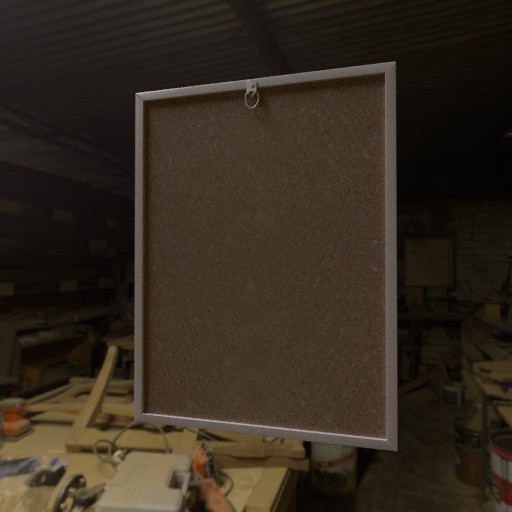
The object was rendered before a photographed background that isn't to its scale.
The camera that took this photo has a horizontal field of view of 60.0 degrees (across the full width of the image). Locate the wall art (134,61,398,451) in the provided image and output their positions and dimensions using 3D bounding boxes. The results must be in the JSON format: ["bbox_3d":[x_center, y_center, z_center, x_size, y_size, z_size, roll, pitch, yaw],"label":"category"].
[{"bbox_3d":[0.000,0.000,1.330,0.805,1.056,0.042,0,-1,17],"label":"wall art"}]
